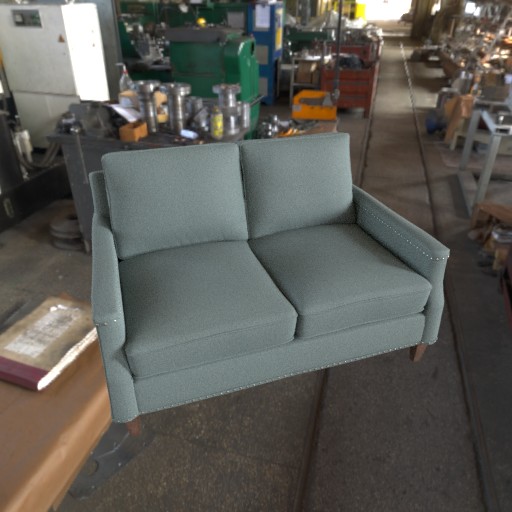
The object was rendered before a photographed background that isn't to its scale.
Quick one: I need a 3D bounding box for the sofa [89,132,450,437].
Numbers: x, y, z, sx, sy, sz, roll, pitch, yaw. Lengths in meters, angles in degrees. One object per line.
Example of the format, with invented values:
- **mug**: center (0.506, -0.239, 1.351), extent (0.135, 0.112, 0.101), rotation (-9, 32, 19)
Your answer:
- **sofa**: center (0.000, 0.000, 2.274), extent (1.597, 1.003, 1.084), rotation (-10, 32, -16)
